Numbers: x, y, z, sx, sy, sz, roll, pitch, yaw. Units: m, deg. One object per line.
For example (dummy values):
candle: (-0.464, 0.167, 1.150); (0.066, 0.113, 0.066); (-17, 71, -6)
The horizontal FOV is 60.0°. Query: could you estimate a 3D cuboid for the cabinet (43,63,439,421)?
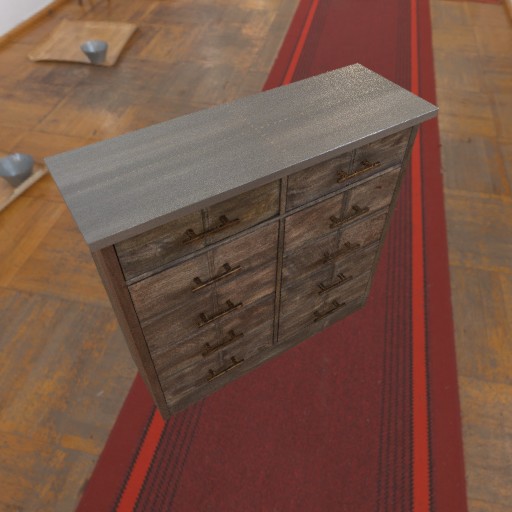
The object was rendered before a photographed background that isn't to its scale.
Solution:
cabinet: (0.000, 0.000, 1.455); (0.968, 0.919, 0.338); (-25, 52, -21)
